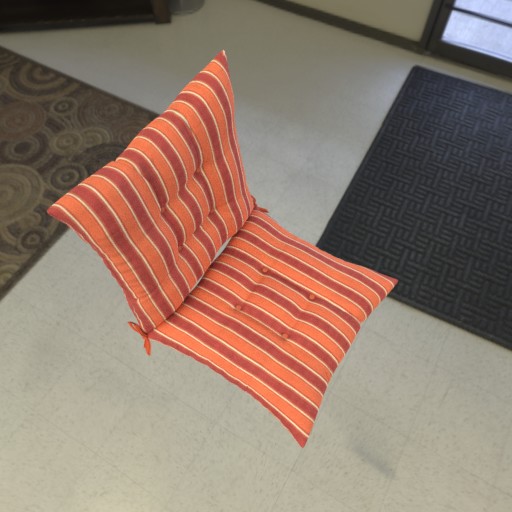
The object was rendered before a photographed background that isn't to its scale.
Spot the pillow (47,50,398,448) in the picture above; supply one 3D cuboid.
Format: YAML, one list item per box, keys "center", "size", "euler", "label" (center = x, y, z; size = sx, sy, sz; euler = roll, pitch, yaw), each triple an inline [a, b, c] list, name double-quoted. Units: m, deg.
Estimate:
- center: [0.000, 0.000, 0.984]
  size: [0.585, 0.536, 0.541]
  euler: [29, 63, 16]
  label: "pillow"
